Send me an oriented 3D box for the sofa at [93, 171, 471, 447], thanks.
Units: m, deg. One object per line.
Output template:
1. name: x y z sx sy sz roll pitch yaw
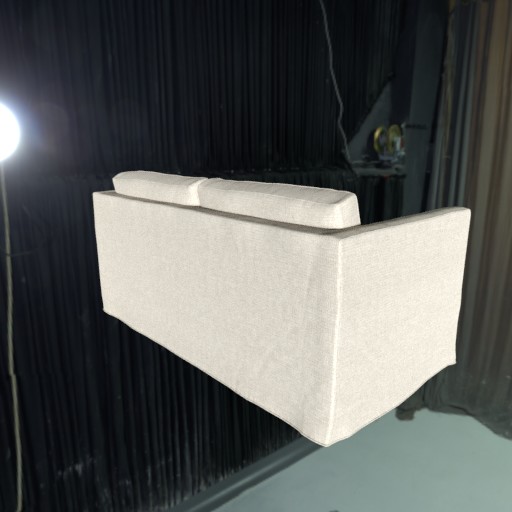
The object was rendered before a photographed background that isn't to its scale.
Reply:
1. sofa: 0.000 0.000 2.265 0.956 0.828 1.766 -13 19 -41
